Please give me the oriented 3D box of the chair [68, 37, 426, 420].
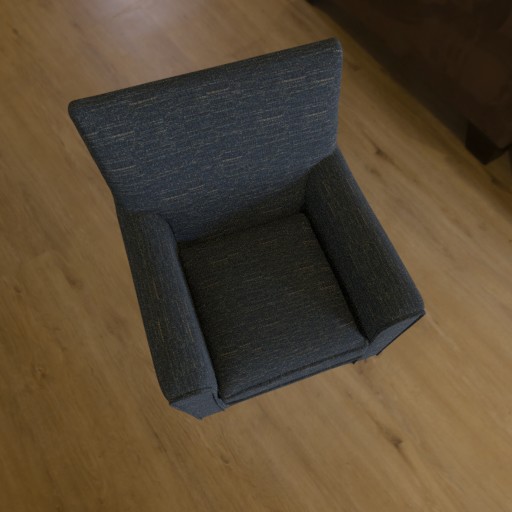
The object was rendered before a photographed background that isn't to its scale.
[{"bbox_3d":[0.000,0.000,1.568,0.864,0.928,0.873,-17,65,-8],"label":"chair"}]
